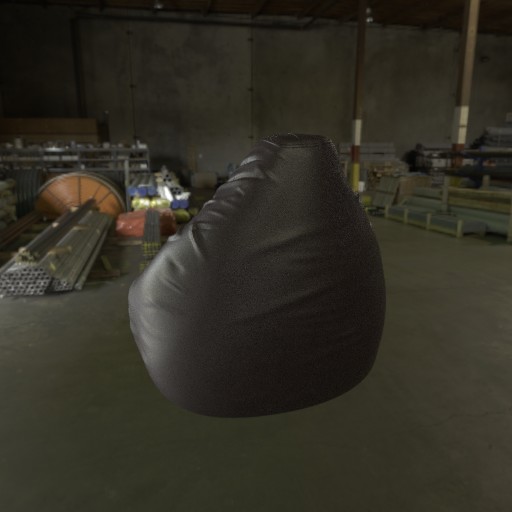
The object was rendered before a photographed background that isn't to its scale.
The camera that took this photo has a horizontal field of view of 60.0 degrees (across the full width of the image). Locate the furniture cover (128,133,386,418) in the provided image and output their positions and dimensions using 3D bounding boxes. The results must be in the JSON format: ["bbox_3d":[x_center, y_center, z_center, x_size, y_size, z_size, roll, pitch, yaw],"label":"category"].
[{"bbox_3d":[0.000,0.000,1.896,1.070,0.990,1.070,-7,15,-26],"label":"furniture cover"}]
